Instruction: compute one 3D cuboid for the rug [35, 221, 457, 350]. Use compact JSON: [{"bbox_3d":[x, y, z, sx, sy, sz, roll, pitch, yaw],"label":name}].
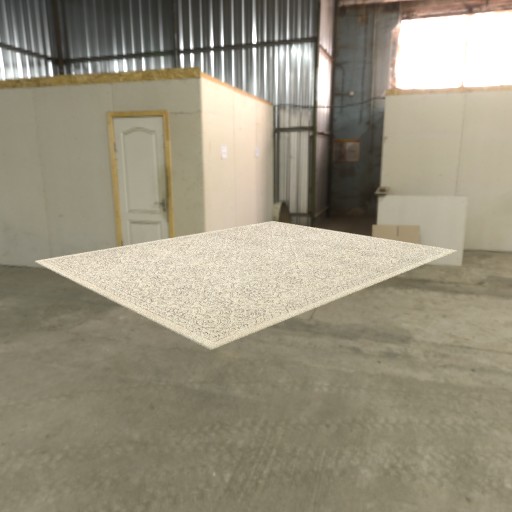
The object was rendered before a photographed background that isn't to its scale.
[{"bbox_3d":[0.000,0.000,4.084,3.050,0.015,2.441,-13,19,-43],"label":"rug"}]
